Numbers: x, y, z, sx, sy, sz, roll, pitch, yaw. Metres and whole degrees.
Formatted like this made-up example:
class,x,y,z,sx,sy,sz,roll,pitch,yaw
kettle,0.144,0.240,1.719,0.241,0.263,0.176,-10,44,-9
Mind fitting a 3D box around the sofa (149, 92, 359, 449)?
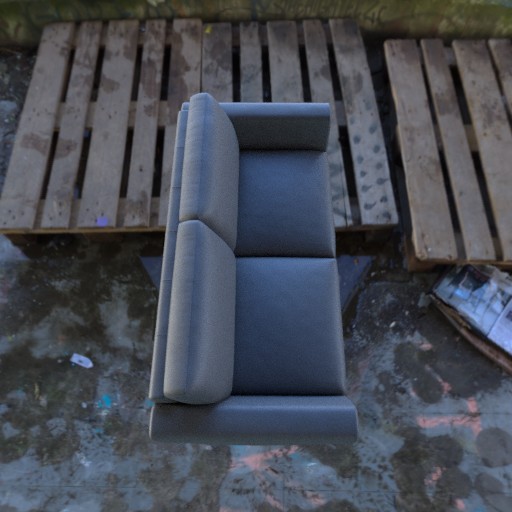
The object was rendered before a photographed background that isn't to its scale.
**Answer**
class,x,y,z,sx,sy,sz,roll,pitch,yaw
sofa,0.000,0.000,2.557,0.953,0.875,2.017,0,65,0
